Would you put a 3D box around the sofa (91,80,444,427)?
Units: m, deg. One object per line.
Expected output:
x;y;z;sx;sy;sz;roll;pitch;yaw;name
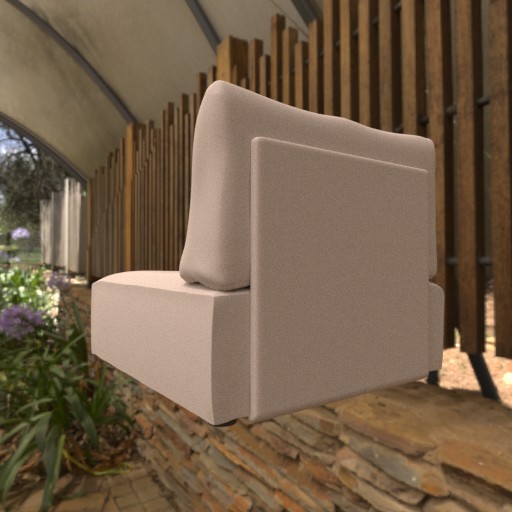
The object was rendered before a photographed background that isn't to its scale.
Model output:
0.000;0.000;1.662;0.935;0.828;1.000;0;-1;-36;sofa
